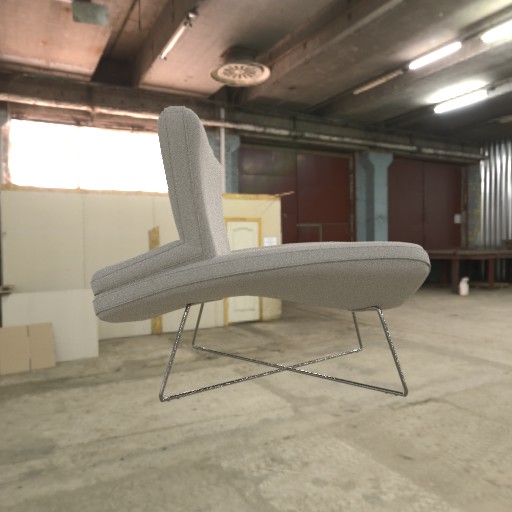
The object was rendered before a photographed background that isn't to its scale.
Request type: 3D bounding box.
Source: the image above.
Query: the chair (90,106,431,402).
[{"bbox_3d":[0.000,0.000,1.642,1.008,0.855,0.859,0,2,0],"label":"chair"}]
